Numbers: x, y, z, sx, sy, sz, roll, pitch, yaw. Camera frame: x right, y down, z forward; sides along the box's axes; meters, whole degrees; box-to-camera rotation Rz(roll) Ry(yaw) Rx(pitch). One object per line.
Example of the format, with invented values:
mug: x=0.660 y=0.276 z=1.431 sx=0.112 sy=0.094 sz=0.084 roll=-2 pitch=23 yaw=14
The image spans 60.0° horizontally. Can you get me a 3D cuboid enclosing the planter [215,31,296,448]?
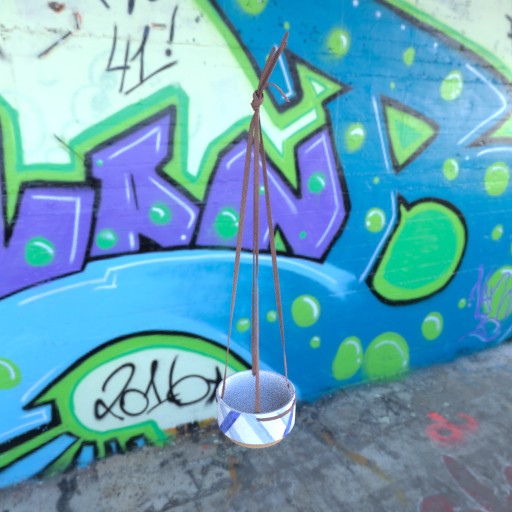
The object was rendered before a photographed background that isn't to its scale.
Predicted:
planter: x=0.000 y=0.000 z=0.825 sx=0.166 sy=0.751 sz=0.166 roll=-8 pitch=19 yaw=-24
